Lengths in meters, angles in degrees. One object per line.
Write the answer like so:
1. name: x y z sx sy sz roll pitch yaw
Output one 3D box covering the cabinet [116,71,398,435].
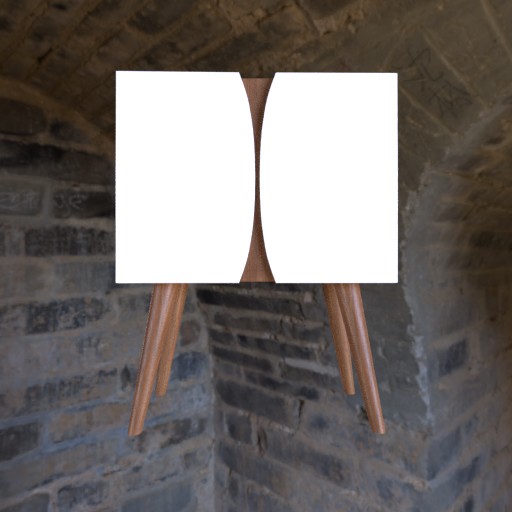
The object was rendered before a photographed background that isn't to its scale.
1. cabinet: 0.000 0.000 1.097 0.591 0.772 0.344 0 0 -1
